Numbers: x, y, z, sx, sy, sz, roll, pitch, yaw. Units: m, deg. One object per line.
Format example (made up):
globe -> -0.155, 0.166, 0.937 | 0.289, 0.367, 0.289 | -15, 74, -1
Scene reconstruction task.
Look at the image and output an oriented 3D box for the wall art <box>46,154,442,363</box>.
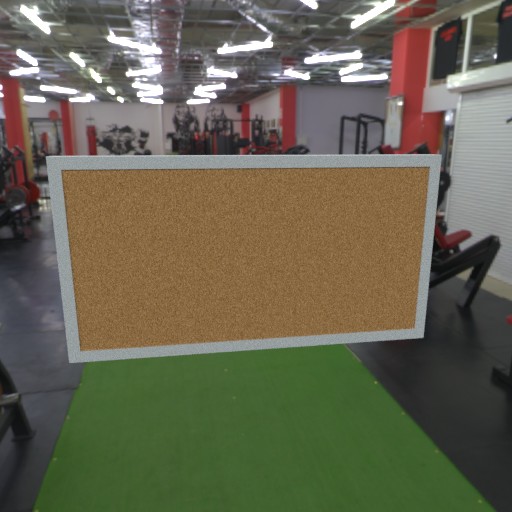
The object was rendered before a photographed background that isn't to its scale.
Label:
wall art -> 0.000, 0.000, 0.973 | 0.812, 0.431, 0.038 | -2, 14, -9
